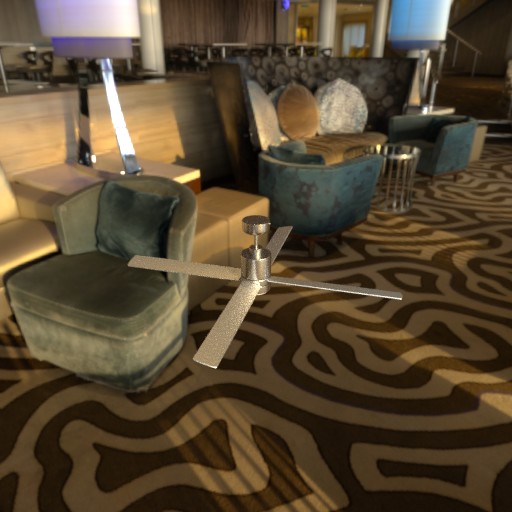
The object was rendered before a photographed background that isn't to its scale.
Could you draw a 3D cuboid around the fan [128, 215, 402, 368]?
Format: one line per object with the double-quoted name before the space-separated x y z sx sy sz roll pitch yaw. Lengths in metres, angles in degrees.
"fan" 0.000 0.000 2.045 1.322 0.355 1.322 7 26 14
